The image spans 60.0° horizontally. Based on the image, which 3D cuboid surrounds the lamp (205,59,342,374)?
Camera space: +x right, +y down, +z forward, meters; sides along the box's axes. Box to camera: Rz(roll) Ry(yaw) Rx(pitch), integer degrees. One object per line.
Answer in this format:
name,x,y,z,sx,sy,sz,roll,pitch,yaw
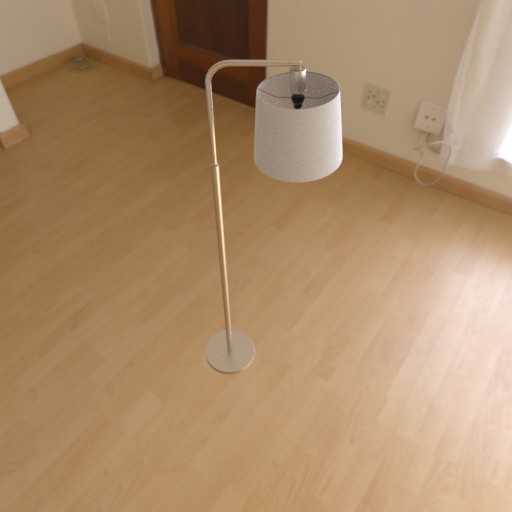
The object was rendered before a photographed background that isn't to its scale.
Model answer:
lamp,0.000,0.000,1.656,0.508,1.478,0.254,8,48,7
